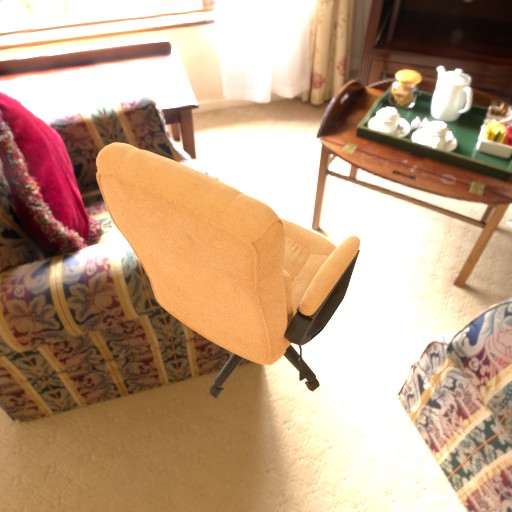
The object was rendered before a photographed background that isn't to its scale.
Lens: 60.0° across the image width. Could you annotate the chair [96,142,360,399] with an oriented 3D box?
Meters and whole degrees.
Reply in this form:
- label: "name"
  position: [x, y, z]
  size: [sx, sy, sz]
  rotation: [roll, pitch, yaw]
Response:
- label: "chair"
  position: [0.000, 0.000, 1.540]
  size: [0.667, 1.105, 0.724]
  rotation: [26, 52, 22]
